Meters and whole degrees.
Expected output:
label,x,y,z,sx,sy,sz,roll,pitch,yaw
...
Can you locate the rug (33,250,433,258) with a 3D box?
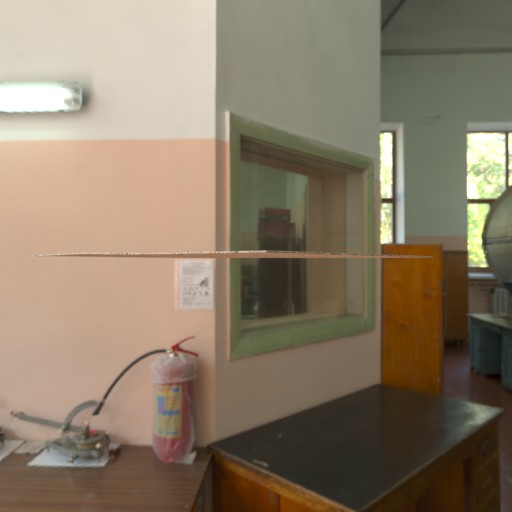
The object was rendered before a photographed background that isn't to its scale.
label,x,y,z,sx,sy,sz,roll,pitch,yaw
rug,0.000,0.000,4.226,2.430,0.030,3.054,-1,-1,37
